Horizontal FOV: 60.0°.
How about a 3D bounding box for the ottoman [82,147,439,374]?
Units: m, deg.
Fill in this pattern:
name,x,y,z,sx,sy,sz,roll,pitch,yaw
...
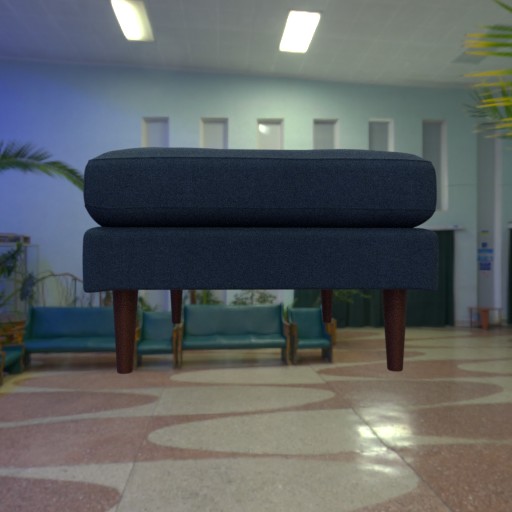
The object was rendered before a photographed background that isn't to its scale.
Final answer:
name,x,y,z,sx,sy,sz,roll,pitch,yaw
ottoman,0.000,0.000,1.245,0.693,0.474,0.821,0,-1,-2
